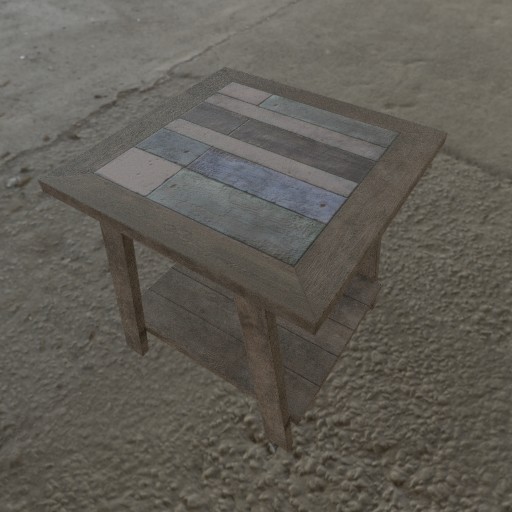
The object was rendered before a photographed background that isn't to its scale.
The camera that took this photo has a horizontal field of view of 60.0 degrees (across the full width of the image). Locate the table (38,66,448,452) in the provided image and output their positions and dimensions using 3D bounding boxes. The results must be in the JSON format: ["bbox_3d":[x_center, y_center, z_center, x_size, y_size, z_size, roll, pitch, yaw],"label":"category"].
[{"bbox_3d":[0.000,0.000,1.135,0.610,0.610,0.610,26,52,22],"label":"table"}]
